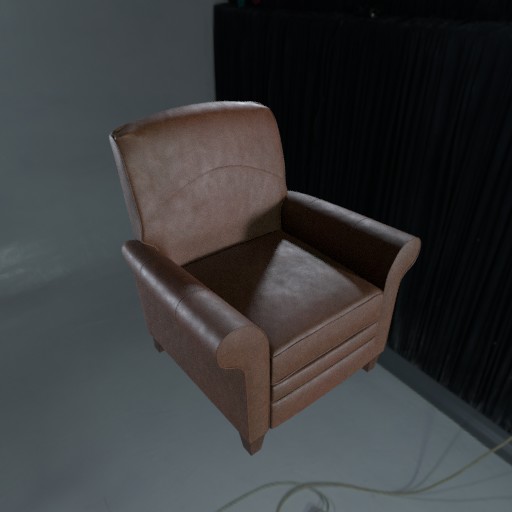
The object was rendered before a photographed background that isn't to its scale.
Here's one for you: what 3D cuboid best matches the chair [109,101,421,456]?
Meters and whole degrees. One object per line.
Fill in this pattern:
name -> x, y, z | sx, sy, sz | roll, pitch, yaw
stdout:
chair -> 0.000, 0.000, 1.812 | 0.978, 1.061, 0.902 | -23, 38, -32
